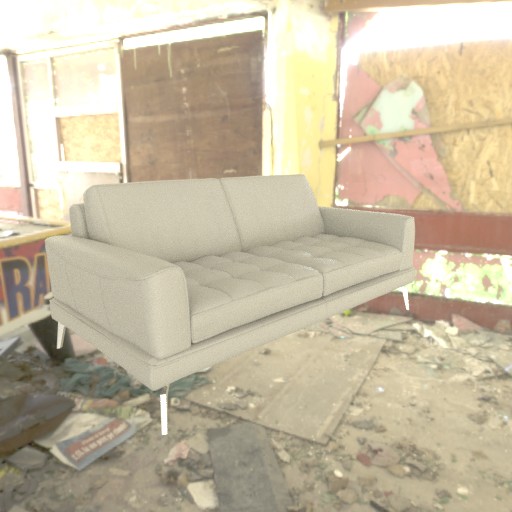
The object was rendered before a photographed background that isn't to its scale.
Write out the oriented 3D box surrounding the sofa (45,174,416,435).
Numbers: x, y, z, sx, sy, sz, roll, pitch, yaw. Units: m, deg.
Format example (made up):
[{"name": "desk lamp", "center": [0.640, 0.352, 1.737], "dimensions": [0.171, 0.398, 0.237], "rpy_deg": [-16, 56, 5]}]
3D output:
[{"name": "sofa", "center": [0.000, 0.000, 2.743], "dimensions": [2.177, 0.930, 1.121], "rpy_deg": [-12, 18, -43]}]
